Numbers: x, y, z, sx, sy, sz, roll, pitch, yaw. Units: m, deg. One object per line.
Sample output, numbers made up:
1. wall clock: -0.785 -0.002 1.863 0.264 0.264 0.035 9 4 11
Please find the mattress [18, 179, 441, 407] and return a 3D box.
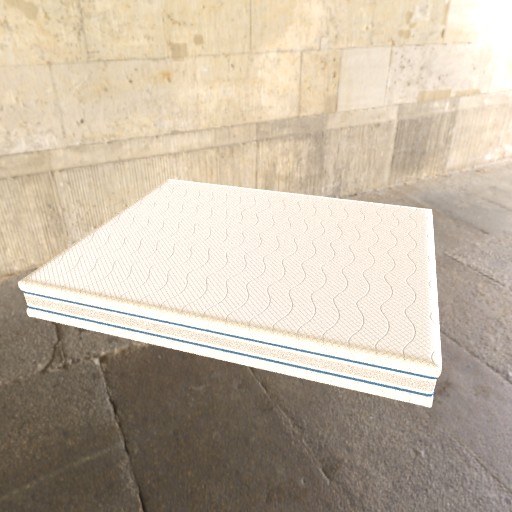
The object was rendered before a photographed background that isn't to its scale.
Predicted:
1. mattress: 0.000 0.000 2.663 2.000 0.230 1.600 9 31 15
